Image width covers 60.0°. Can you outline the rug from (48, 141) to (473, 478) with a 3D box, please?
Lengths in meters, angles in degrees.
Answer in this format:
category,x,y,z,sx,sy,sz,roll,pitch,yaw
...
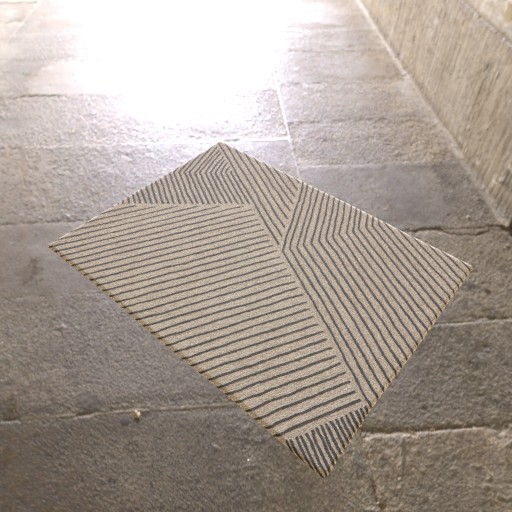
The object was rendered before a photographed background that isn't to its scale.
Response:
category,x,y,z,sx,sy,sz,roll,pitch,yaw
rug,0.000,0.000,3.166,2.449,0.028,1.829,32,54,26
